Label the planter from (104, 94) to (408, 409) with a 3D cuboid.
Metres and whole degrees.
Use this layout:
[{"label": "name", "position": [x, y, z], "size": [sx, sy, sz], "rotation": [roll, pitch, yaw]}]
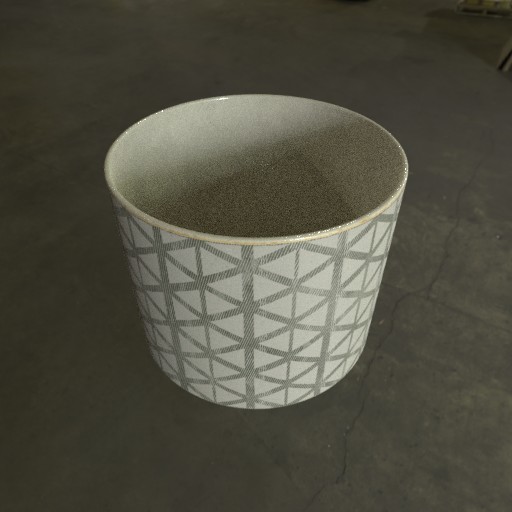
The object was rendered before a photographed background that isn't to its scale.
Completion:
[{"label": "planter", "position": [0.000, 0.000, 0.344], "size": [0.190, 0.181, 0.190], "rotation": [0, 41, 0]}]
